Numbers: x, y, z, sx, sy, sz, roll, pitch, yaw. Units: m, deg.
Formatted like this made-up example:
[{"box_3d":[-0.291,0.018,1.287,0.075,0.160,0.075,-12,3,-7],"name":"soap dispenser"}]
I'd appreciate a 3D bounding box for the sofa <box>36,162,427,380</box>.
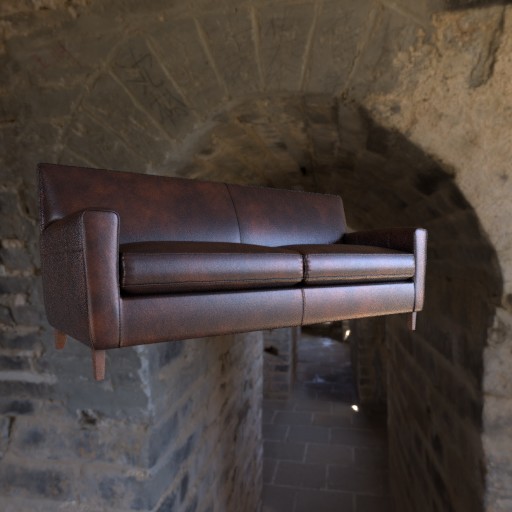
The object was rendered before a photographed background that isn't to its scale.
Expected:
[{"box_3d":[0.000,0.000,2.352,1.995,0.871,0.786,0,0,-36],"name":"sofa"}]
